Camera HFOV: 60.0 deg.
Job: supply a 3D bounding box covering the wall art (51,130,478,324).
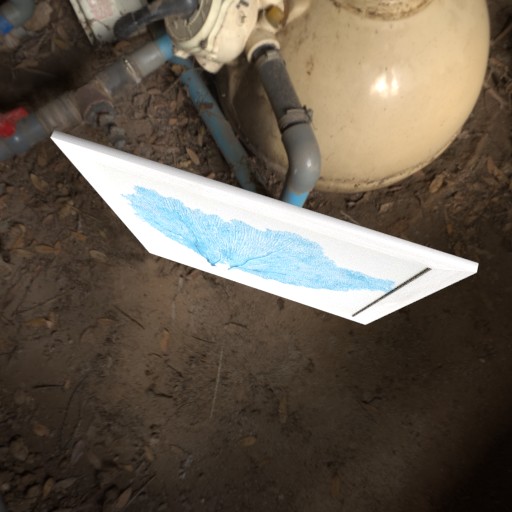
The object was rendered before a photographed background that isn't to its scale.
[{"bbox_3d":[0.000,0.000,0.857,0.584,0.584,0.013,18,76,5],"label":"wall art"}]
